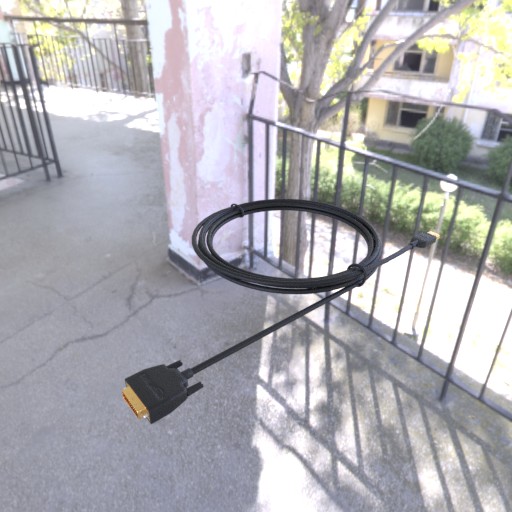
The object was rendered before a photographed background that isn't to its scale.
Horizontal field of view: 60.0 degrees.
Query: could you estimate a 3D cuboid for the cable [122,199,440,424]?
[{"bbox_3d":[0.000,0.000,0.522,0.422,0.030,0.257,-22,36,-33],"label":"cable"}]
